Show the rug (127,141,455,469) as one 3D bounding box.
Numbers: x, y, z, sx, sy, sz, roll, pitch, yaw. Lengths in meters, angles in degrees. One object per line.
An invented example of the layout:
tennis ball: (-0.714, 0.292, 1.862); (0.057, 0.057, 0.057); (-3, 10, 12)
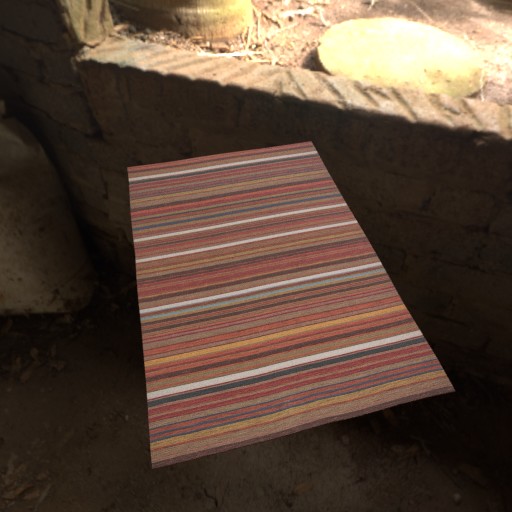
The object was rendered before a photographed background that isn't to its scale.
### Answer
rug: (0.000, 0.000, 2.282); (1.217, 0.007, 1.828); (-10, 49, -9)
